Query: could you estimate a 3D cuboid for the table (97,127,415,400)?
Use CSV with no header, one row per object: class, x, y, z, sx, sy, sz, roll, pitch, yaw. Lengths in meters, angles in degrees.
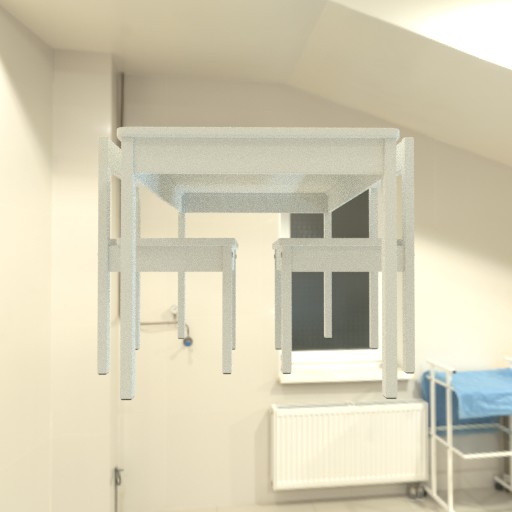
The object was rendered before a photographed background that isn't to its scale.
table,0.000,0.000,1.079,0.672,0.503,0.650,0,-1,-1
